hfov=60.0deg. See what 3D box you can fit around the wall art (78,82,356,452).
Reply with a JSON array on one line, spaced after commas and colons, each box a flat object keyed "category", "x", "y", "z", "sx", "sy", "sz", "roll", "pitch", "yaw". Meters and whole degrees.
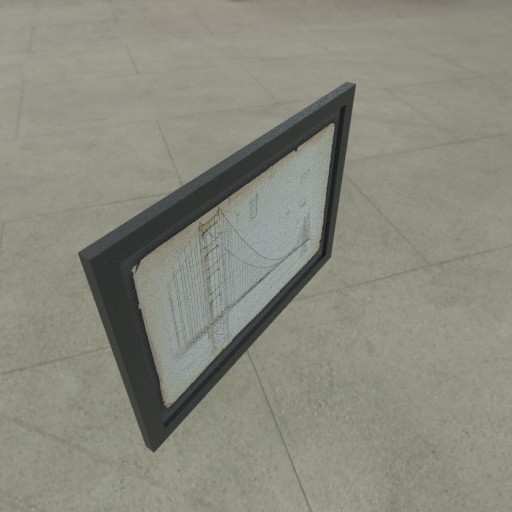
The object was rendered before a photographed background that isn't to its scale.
[{"category": "wall art", "x": 0.000, "y": 0.000, "z": 0.559, "sx": 0.016, "sy": 0.306, "sz": 0.432, "roll": 26, "pitch": 47, "yaw": 26}]
